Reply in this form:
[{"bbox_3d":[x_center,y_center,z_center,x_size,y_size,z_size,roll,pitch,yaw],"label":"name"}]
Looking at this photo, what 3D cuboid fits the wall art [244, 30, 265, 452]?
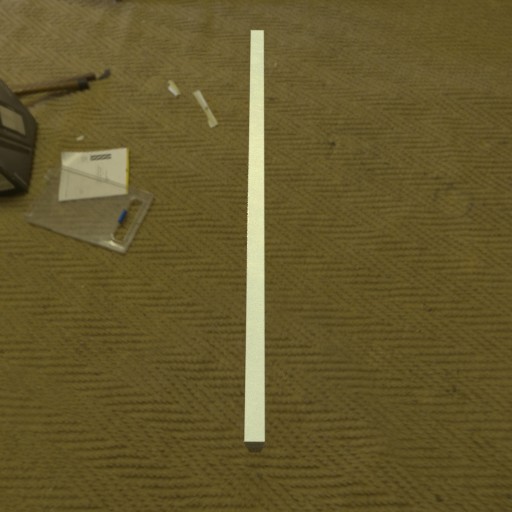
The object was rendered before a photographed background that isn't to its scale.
[{"bbox_3d":[0.000,0.000,1.435,0.041,0.762,1.145,0,65,0],"label":"wall art"}]
